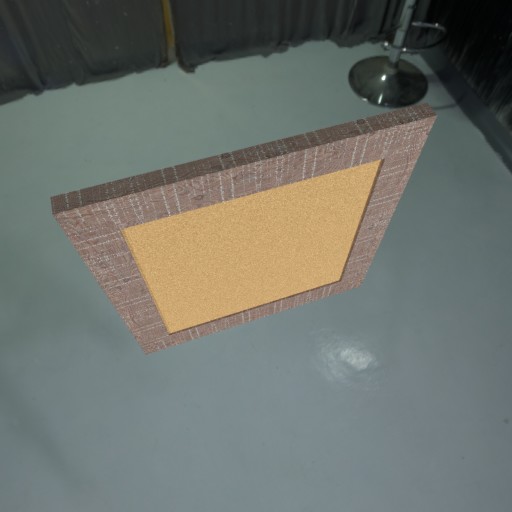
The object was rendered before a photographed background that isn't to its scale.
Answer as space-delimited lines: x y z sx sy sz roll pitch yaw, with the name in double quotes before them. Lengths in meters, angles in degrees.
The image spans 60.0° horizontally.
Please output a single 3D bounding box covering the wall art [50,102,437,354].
"wall art" 0.000 0.000 0.815 0.531 0.531 0.029 -16 61 -10
